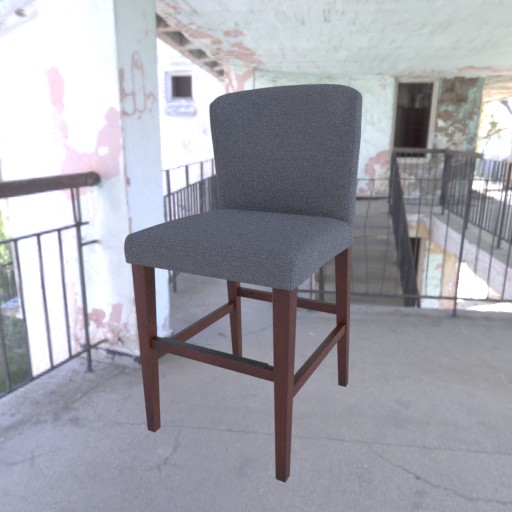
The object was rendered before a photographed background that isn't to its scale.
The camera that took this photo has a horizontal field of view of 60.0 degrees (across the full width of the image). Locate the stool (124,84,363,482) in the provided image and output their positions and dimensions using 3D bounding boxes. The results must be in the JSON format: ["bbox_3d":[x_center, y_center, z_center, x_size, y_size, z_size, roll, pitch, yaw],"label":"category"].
[{"bbox_3d":[0.000,0.000,1.269,0.479,0.968,0.568,8,17,27],"label":"stool"}]
